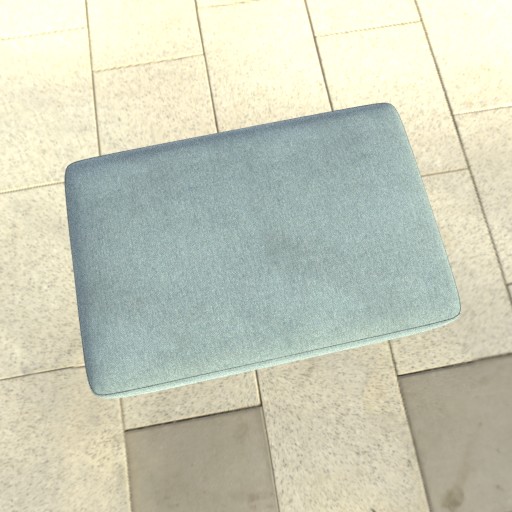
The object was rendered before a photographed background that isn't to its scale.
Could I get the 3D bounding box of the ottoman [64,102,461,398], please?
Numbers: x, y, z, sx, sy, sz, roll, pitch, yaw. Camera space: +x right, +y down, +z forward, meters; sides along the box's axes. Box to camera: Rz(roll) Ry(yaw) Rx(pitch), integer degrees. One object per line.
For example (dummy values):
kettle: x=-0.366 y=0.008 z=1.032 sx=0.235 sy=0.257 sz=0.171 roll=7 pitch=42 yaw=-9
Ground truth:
ottoman: x=0.000 y=0.000 z=1.202 sx=0.864 sy=0.483 sz=0.584 roll=-12 pitch=76 yaw=-3
